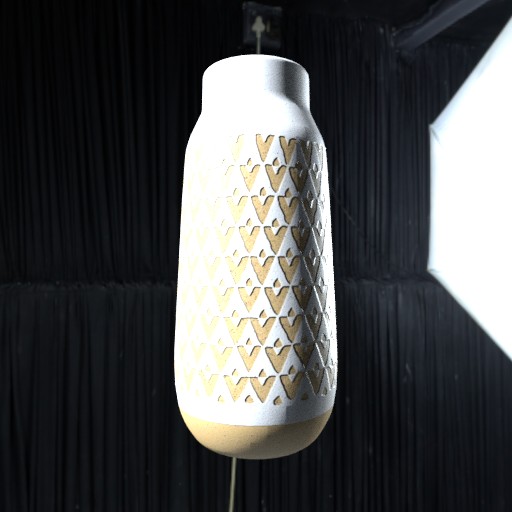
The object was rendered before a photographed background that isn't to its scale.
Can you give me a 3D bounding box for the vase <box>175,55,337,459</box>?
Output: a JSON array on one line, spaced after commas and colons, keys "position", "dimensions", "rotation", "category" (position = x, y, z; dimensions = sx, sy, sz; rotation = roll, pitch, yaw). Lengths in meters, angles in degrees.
[{"position": [0.000, 0.000, 0.381], "dimensions": [0.137, 0.307, 0.137], "rotation": [0, 0, 0], "category": "vase"}]
